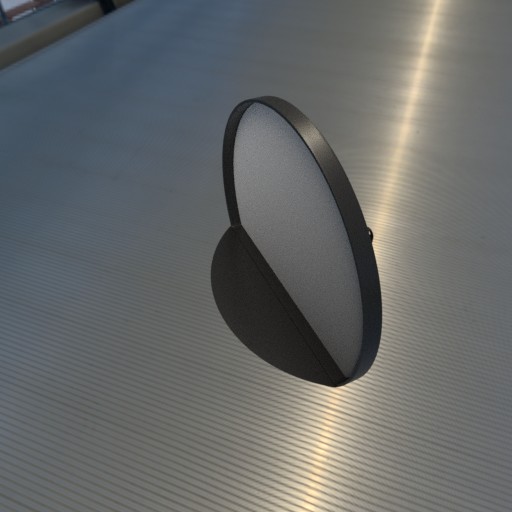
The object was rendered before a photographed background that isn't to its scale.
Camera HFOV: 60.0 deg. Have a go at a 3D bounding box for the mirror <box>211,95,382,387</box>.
[{"bbox_3d":[0.000,0.000,0.694,0.133,0.457,0.457,-19,48,-17],"label":"mirror"}]
